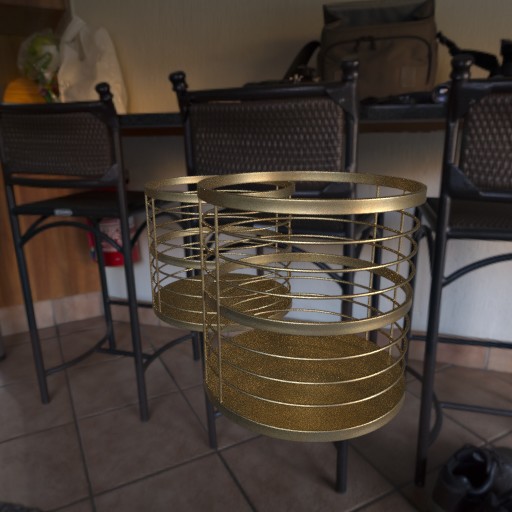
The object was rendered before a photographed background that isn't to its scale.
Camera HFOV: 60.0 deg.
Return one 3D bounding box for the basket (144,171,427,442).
[{"bbox_3d":[0.000,0.000,0.926,0.356,0.351,0.746,-8,18,-24],"label":"basket"}]
